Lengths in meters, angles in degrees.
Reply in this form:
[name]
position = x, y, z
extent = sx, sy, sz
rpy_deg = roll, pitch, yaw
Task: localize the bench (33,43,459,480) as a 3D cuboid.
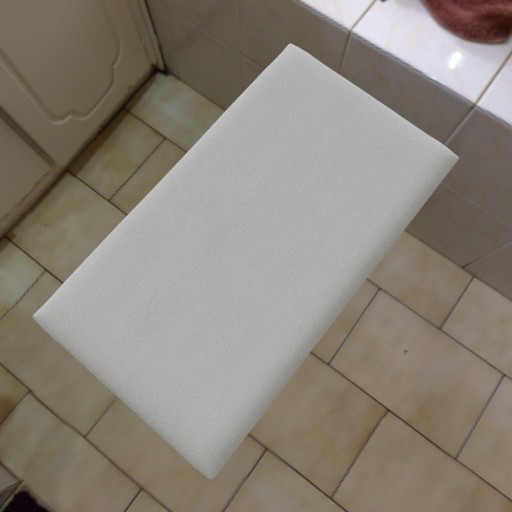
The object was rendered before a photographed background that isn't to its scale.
[bench]
position = 0.000, 0.000, 1.164
extent = 0.500, 0.449, 0.887
rpy_deg = 38, 78, 9
